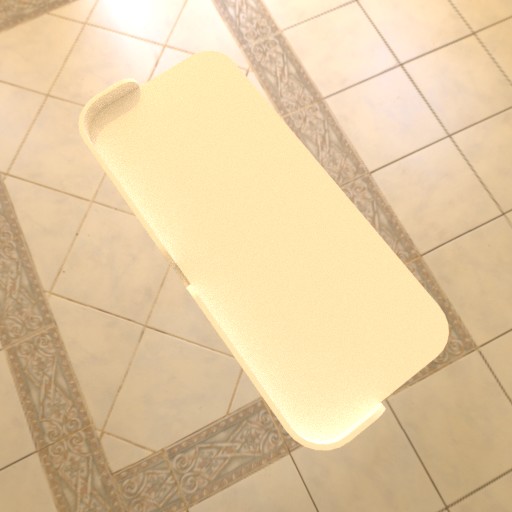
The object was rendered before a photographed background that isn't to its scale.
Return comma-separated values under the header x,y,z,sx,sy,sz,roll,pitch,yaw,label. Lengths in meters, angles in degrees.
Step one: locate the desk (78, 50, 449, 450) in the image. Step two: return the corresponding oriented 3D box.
x,y,z,sx,sy,sz,roll,pitch,yaw,label
0.000,0.000,1.624,0.534,0.807,1.206,-35,78,-9,desk
